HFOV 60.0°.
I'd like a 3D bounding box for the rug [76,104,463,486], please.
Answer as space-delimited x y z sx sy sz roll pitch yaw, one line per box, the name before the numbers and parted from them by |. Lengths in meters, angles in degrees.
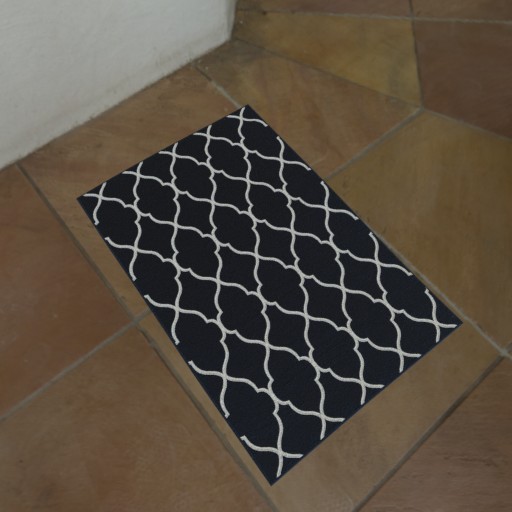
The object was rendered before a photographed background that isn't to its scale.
rug | 0.000 0.000 2.964 1.526 0.014 2.290 -34 68 -15
